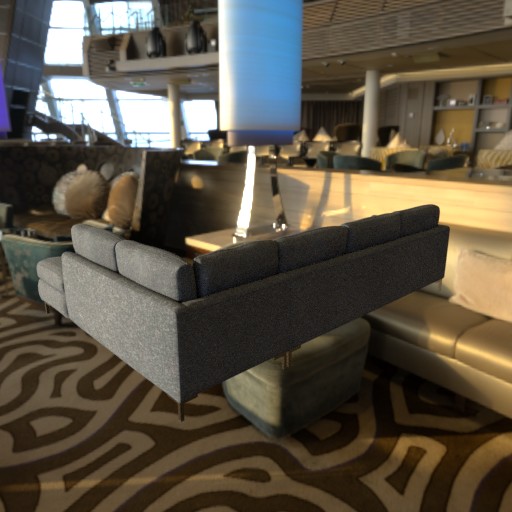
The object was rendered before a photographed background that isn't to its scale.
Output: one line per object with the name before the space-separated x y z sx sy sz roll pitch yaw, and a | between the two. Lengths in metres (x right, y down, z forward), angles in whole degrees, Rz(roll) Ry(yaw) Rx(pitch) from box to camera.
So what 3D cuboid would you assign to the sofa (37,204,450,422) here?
sofa | 0.000 0.000 3.763 2.949 0.815 2.007 -14 21 -41
